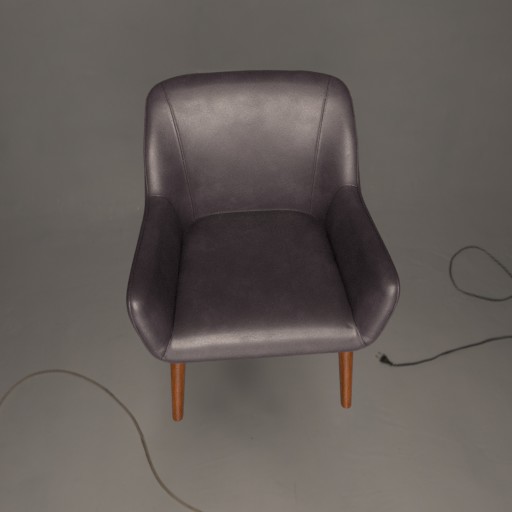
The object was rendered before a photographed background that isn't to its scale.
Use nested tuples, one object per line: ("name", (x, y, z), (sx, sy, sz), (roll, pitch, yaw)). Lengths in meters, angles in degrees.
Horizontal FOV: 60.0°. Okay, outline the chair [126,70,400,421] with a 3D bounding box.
("chair", (0.000, 0.000, 1.274), (0.610, 0.828, 0.610), (-3, 46, -3))
